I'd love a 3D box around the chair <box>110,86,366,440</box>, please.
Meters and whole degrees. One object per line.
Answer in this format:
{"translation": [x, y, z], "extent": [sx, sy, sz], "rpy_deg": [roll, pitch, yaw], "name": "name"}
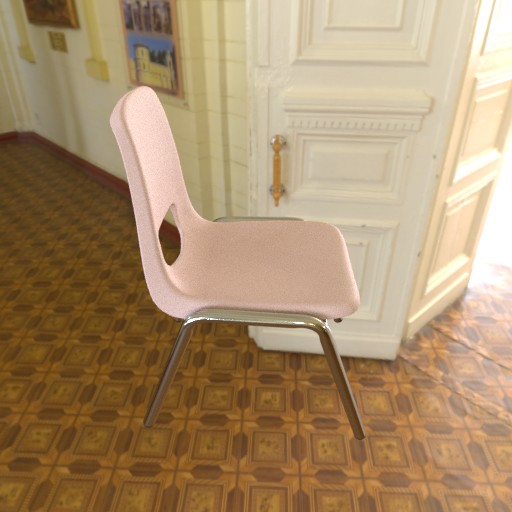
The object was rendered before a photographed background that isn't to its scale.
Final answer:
{"translation": [0.000, 0.000, 0.826], "extent": [0.423, 0.586, 0.354], "rpy_deg": [1, 32, 2], "name": "chair"}
